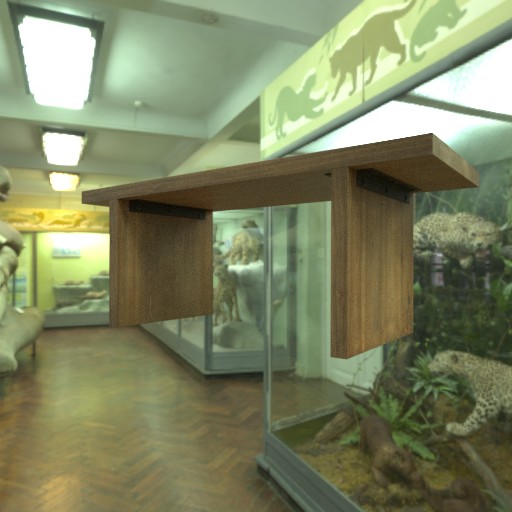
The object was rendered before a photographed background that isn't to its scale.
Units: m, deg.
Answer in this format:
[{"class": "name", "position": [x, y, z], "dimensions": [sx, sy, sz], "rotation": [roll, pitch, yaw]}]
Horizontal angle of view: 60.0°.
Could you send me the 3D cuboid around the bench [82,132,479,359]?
[{"class": "bench", "position": [0.000, 0.000, 1.383], "dimensions": [1.183, 0.458, 0.458], "rotation": [-1, -1, 36]}]
